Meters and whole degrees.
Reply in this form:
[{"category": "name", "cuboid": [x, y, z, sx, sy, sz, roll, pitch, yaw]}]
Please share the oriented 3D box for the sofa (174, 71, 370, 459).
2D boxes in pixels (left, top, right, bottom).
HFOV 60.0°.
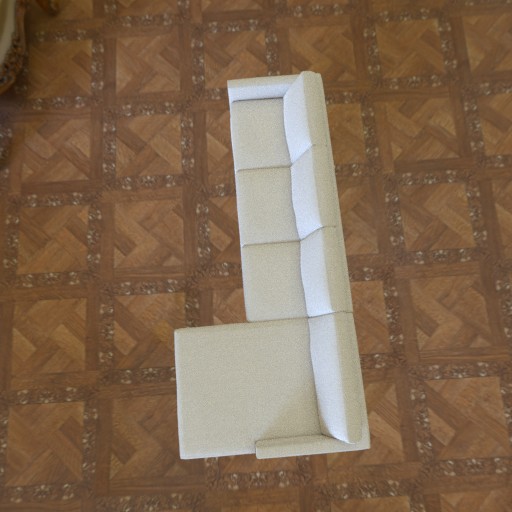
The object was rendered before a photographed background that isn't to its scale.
[{"category": "sofa", "cuboid": [0.000, 0.000, 4.192, 1.599, 0.954, 3.471, -5, 77, -1]}]
